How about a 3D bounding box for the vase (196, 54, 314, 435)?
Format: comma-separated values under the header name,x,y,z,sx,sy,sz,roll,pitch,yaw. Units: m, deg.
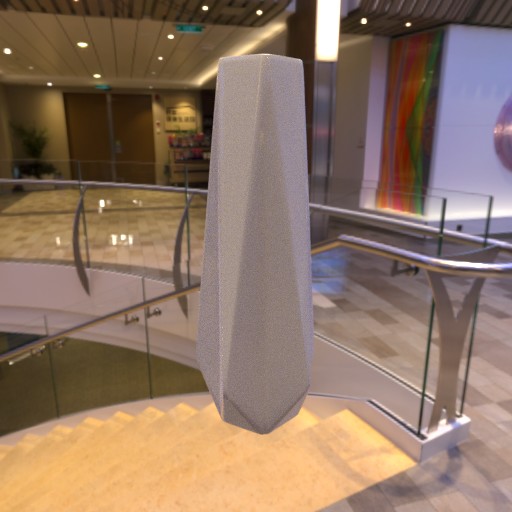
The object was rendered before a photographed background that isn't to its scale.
name,x,y,z,sx,sy,sz,roll,pitch,yaw
vase,0.000,0.000,0.403,0.122,0.329,0.116,8,17,27
